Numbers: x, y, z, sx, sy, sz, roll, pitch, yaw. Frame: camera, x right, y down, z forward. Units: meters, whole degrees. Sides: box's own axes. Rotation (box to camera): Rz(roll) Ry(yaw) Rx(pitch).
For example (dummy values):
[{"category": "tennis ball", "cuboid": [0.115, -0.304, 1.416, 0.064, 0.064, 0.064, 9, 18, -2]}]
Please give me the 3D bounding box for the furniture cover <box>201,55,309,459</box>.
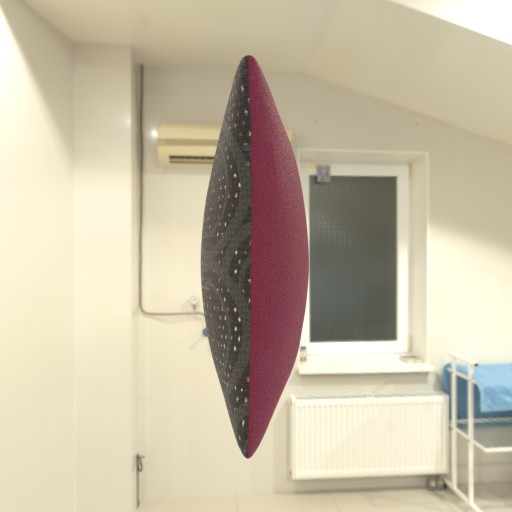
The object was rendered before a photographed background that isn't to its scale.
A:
[{"category": "furniture cover", "cuboid": [0.000, 0.000, 0.826, 0.193, 0.509, 0.552, 0, 0, 2]}]
